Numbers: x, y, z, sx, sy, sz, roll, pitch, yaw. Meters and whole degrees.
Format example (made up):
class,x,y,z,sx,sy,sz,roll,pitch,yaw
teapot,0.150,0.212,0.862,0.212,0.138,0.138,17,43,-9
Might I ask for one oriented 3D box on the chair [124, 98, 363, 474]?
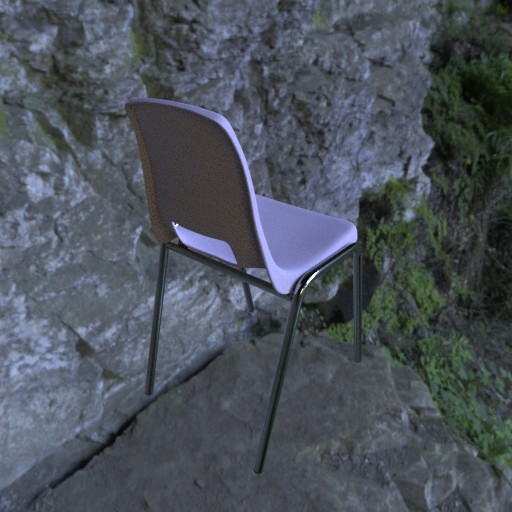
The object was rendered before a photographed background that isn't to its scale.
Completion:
class,x,y,z,sx,sy,sz,roll,pitch,yaw
chair,0.000,0.000,0.959,0.381,0.704,0.436,21,36,32
